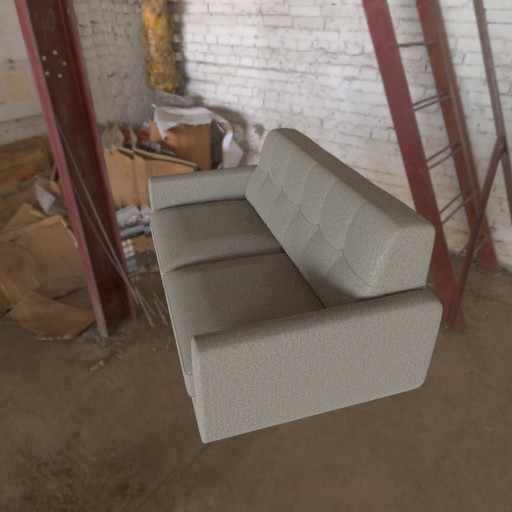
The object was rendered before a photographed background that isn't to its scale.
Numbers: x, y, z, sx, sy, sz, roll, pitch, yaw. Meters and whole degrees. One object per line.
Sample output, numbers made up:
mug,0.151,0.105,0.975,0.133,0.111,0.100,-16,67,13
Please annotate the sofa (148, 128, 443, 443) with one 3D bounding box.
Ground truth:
sofa,0.000,0.000,2.255,0.952,0.925,1.651,-9,32,-15
